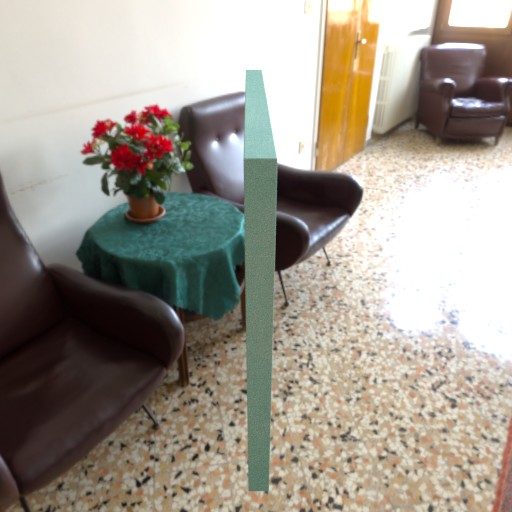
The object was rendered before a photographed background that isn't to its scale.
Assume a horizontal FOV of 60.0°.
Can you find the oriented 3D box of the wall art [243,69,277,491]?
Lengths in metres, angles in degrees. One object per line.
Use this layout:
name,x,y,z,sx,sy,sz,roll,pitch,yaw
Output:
wall art,0.000,0.000,0.881,0.036,0.603,0.603,0,31,-1
